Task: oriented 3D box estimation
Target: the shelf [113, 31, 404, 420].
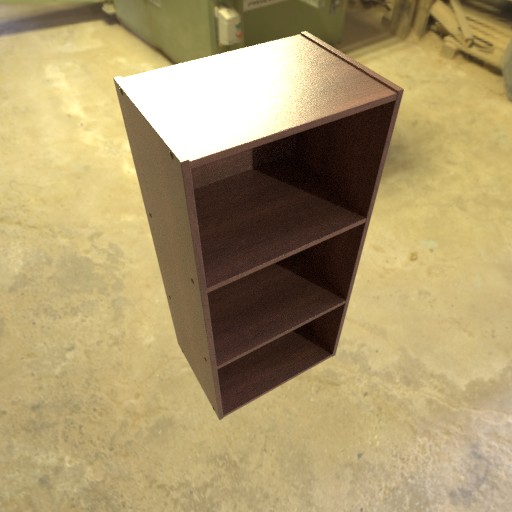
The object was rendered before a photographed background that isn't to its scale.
[{"bbox_3d":[0.000,0.000,1.087,0.414,0.879,0.290,-23,52,-20],"label":"shelf"}]
